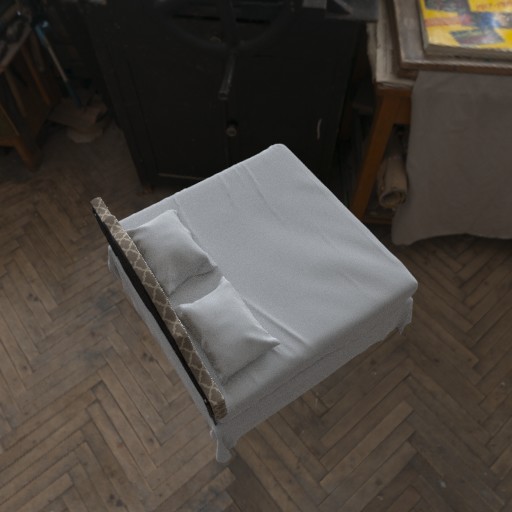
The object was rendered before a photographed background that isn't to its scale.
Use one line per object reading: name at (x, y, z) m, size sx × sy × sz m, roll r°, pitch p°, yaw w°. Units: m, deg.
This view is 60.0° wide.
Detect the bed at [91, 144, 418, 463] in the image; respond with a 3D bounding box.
bed at (0.000, 0.000, 3.825) m, size 2.222 × 1.601 × 2.314 m, roll -29°, pitch 62°, yaw -17°
